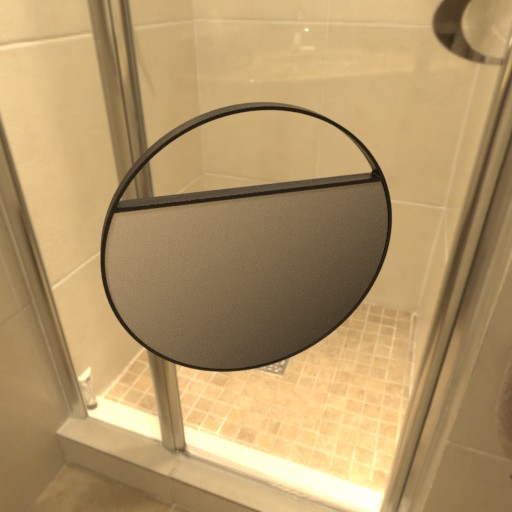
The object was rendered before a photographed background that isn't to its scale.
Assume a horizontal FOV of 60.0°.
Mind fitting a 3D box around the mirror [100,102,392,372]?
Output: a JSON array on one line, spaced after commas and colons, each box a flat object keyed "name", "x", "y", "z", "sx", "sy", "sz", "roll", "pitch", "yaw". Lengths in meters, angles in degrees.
[{"name": "mirror", "x": 0.000, "y": 0.000, "z": 0.853, "sx": 0.565, "sy": 0.565, "sz": 0.032, "roll": -9, "pitch": 32, "yaw": -14}]
